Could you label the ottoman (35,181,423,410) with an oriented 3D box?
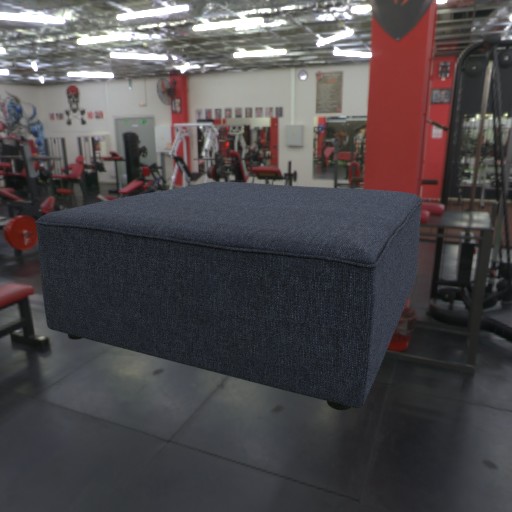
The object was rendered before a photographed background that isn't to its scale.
[{"bbox_3d":[0.000,0.000,1.578,1.023,0.423,1.017,7,17,25],"label":"ottoman"}]
